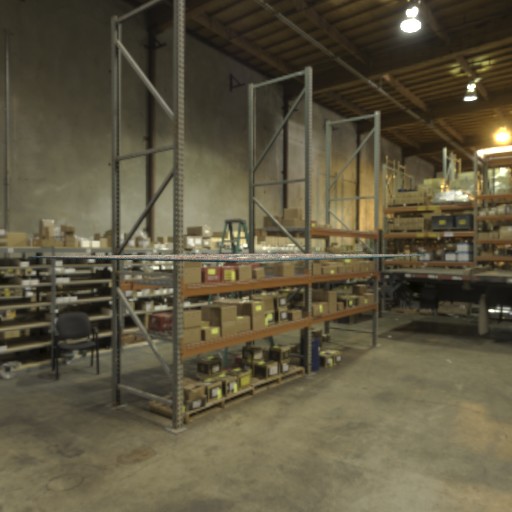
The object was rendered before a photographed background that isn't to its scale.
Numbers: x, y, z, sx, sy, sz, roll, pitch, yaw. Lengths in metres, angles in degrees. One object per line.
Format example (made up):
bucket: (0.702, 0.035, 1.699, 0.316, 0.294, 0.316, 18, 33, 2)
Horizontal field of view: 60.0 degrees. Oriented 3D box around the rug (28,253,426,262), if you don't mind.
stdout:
rug: (0.000, 0.000, 3.069, 1.622, 0.009, 2.373, 1, 1, 37)
